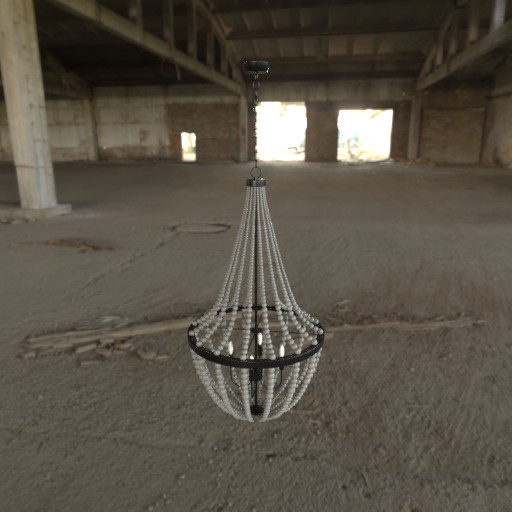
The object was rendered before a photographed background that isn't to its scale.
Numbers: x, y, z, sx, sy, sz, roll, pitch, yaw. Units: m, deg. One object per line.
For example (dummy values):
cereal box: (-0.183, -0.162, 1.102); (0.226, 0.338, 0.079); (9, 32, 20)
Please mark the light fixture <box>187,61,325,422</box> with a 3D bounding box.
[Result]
light fixture: (0.000, 0.000, 1.405); (0.450, 1.133, 0.450); (0, 15, 0)
